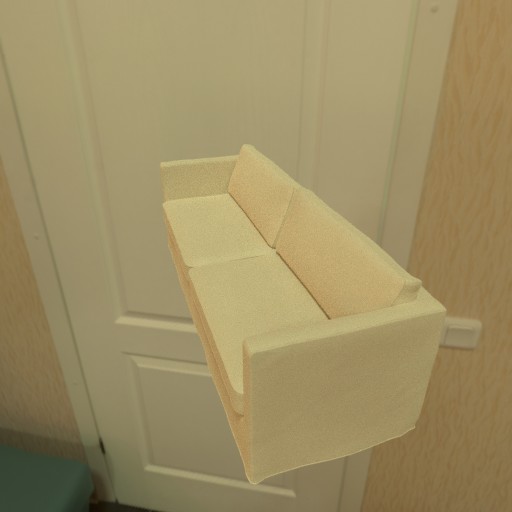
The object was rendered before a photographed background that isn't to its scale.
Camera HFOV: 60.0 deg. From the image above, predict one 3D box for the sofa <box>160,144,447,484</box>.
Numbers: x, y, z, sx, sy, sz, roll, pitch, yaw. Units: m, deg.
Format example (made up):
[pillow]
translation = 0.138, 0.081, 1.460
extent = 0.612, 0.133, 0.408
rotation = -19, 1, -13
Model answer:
[sofa]
translation = 0.000, 0.000, 3.256
extent = 1.036, 0.999, 2.779
rotation = -9, 30, -16
